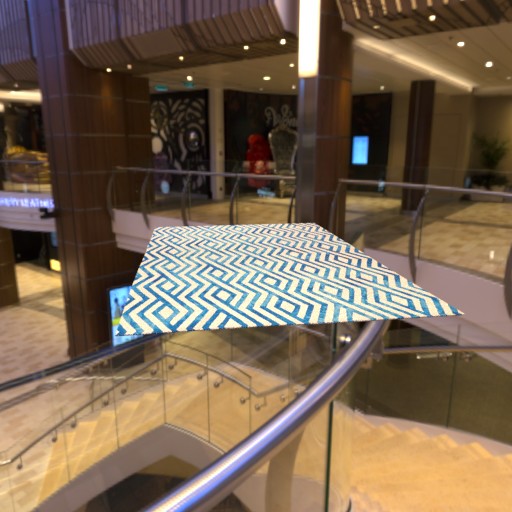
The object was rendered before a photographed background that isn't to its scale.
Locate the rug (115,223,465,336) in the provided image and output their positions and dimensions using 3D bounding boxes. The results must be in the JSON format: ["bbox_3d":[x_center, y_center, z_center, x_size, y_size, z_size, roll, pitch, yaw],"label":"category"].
[{"bbox_3d":[0.000,0.000,3.054,1.531,0.008,2.439,-2,14,-8],"label":"rug"}]
